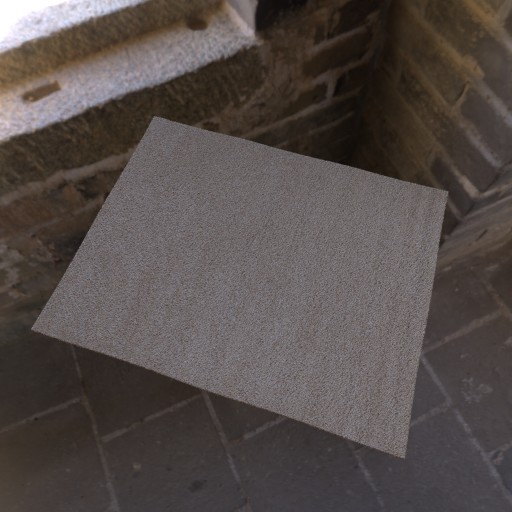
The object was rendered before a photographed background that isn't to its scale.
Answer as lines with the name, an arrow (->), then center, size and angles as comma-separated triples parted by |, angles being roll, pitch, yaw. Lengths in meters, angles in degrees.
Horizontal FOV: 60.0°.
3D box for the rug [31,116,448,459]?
rug -> 0.000, 0.000, 3.853 | 3.000, 0.026, 2.400 | 16, 64, 8
